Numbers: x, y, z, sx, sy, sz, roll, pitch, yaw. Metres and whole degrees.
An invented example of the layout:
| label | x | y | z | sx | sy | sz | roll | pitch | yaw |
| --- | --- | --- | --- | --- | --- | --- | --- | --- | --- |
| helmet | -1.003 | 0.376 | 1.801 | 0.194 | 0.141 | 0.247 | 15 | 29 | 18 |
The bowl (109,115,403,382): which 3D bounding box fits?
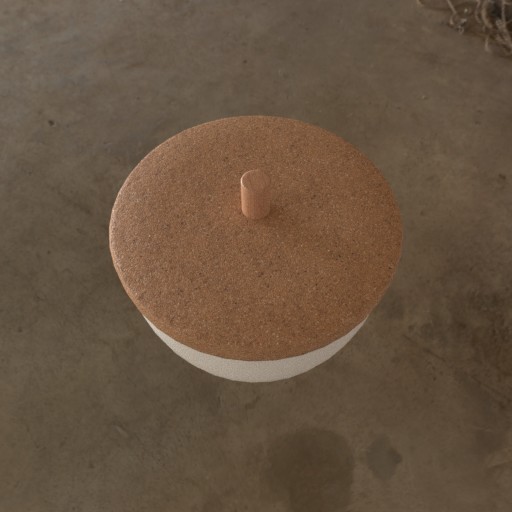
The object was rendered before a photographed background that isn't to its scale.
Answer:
| label | x | y | z | sx | sy | sz | roll | pitch | yaw |
| --- | --- | --- | --- | --- | --- | --- | --- | --- | --- |
| bowl | 0.000 | 0.000 | 0.221 | 0.126 | 0.110 | 0.126 | 0 | 57 | 0 |
